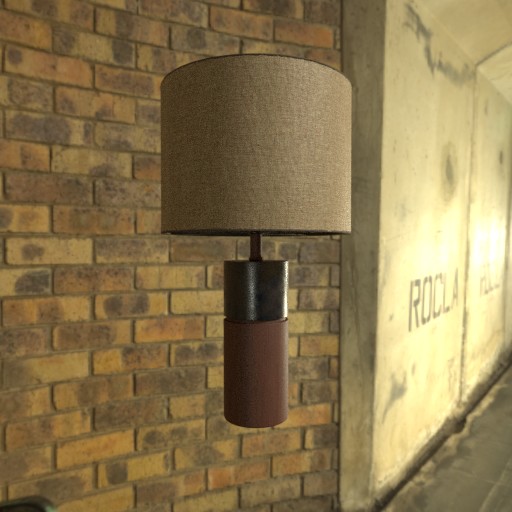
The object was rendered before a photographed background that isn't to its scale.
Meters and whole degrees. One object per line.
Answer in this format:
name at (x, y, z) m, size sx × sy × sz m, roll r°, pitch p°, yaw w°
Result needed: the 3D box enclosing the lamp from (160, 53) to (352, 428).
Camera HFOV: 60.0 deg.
lamp at (0.000, 0.000, 0.482) m, size 0.202 × 0.350 × 0.202 m, roll 0°, pitch 1°, yaw 0°
